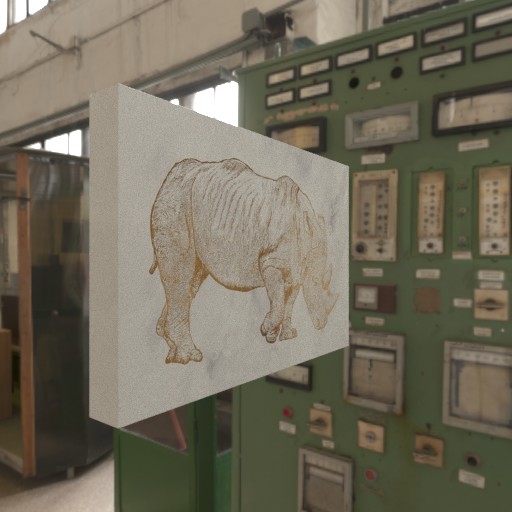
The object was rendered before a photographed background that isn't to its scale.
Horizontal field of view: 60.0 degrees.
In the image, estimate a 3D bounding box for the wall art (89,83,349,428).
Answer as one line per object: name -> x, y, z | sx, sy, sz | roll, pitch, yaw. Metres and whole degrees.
wall art -> 0.000, 0.000, 0.488 | 0.038, 0.254, 0.381 | 0, 0, 38
